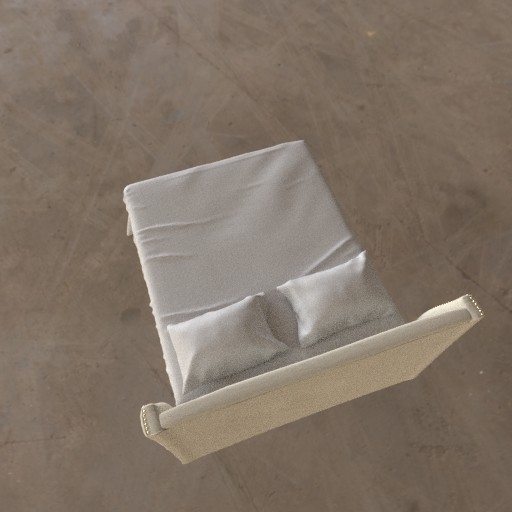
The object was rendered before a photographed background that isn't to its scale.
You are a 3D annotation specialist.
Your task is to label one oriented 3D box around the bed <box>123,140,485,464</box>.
[{"bbox_3d":[0.000,0.000,3.359,1.925,1.332,2.276,-17,61,-9],"label":"bed"}]
